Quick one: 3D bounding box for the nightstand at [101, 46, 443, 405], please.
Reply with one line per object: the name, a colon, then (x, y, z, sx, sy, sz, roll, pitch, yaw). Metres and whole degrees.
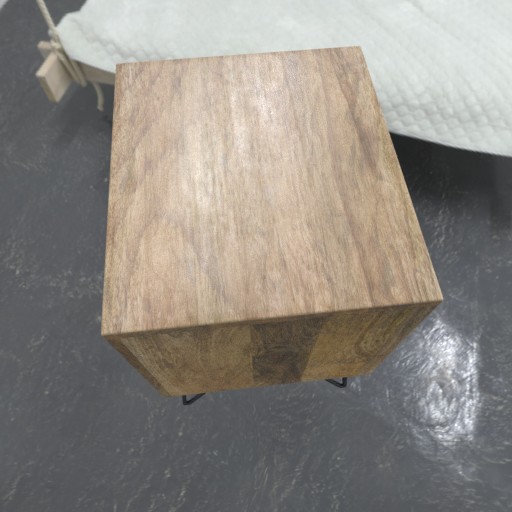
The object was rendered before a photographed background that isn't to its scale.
nightstand: (0.000, 0.000, 0.867, 0.406, 0.559, 0.457, -5, 62, -3)
